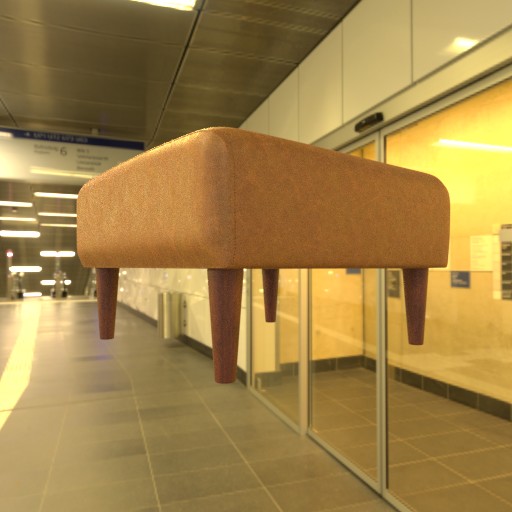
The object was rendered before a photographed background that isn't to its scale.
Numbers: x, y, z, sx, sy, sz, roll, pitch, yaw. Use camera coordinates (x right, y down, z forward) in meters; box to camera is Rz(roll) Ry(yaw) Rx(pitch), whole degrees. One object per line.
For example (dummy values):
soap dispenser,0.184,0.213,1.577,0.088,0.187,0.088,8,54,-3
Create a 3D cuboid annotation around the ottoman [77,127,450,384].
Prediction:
ottoman,0.000,0.000,1.039,0.650,0.399,0.650,1,-2,-38
